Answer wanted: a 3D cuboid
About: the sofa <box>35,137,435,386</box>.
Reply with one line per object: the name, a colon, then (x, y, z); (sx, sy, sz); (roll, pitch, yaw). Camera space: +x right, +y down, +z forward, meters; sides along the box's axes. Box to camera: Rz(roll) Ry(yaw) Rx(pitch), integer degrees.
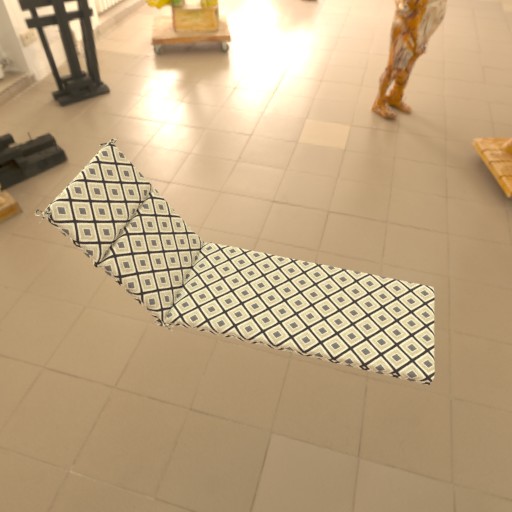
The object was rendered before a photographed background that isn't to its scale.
sofa: (0.000, 0.000, 1.957); (1.663, 0.622, 0.582); (11, 47, 11)
